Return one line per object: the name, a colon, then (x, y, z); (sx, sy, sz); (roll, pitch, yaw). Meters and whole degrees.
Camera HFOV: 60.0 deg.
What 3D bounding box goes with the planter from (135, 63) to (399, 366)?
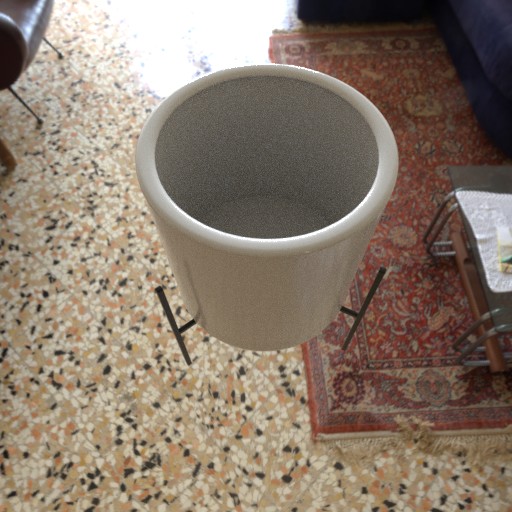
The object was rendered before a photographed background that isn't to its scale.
planter: (0.000, 0.000, 0.651); (0.308, 0.431, 0.307); (-34, 64, -19)
